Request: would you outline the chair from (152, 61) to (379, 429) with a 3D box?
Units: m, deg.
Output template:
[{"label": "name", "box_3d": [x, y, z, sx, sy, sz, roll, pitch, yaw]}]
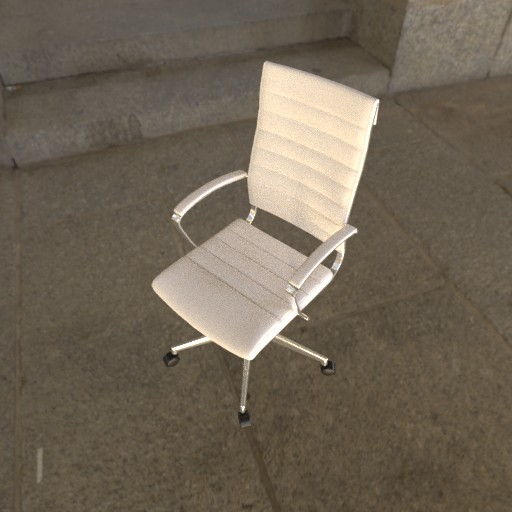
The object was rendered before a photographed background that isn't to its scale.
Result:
[{"label": "chair", "box_3d": [0.000, 0.000, 1.671, 0.766, 1.149, 0.739, 31, 53, 27]}]
